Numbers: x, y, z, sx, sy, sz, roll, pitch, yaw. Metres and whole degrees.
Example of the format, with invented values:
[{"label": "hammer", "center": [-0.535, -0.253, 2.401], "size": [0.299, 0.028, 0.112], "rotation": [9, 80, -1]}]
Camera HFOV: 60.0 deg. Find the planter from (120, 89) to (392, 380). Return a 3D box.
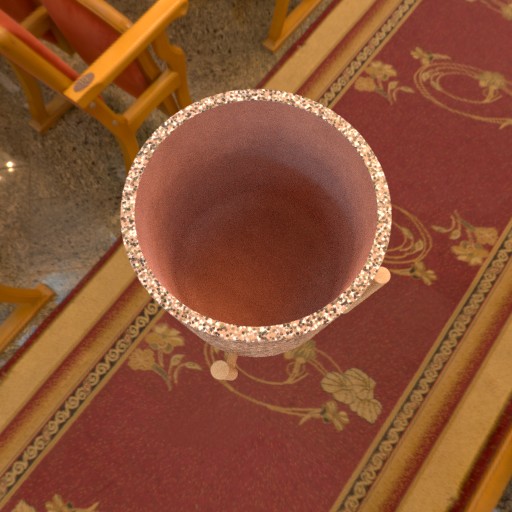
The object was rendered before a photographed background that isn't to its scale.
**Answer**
[{"label": "planter", "center": [0.000, 0.000, 0.697], "size": [0.360, 0.419, 0.360], "rotation": [37, 77, 10]}]
